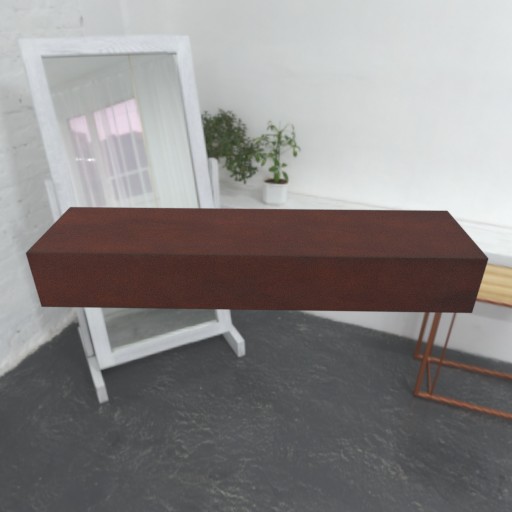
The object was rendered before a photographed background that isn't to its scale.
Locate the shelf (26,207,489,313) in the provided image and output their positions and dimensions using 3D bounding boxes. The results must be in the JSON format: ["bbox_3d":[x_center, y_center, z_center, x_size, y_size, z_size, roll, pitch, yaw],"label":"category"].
[{"bbox_3d":[0.000,0.000,0.668,0.607,0.088,0.152,1,30,1],"label":"shelf"}]
